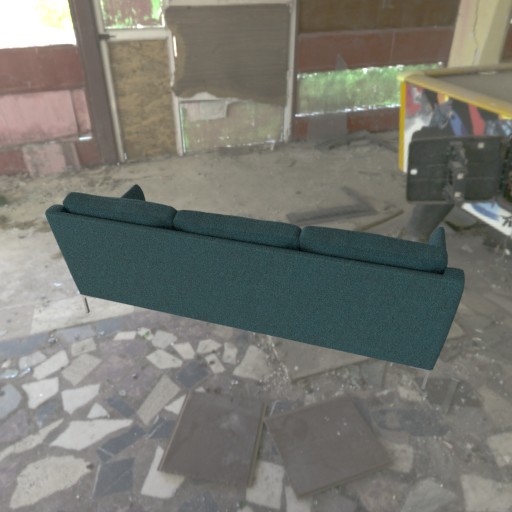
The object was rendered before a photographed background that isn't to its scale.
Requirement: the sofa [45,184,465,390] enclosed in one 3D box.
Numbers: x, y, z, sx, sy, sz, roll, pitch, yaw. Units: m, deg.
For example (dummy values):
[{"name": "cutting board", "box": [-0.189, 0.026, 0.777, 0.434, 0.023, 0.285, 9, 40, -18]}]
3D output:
[{"name": "sofa", "box": [0.000, 0.000, 2.547, 2.060, 0.837, 0.849, 10, 34, 15]}]
